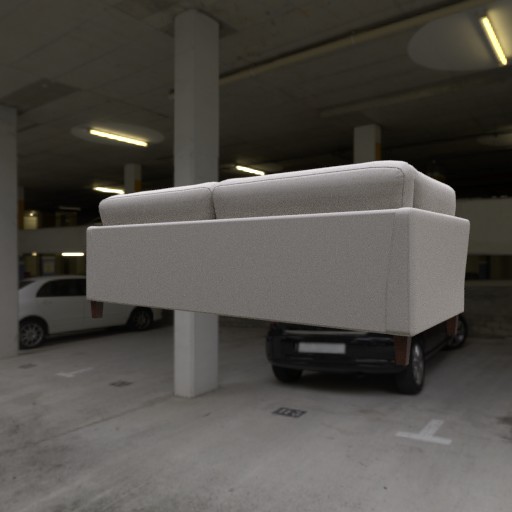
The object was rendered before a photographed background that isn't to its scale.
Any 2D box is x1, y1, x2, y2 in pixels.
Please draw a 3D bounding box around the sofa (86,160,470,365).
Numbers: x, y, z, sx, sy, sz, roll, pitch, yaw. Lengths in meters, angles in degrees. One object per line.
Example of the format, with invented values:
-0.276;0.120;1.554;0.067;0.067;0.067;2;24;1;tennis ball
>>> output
0.000;0.000;2.785;2.301;0.863;0.957;0;1;37;sofa
